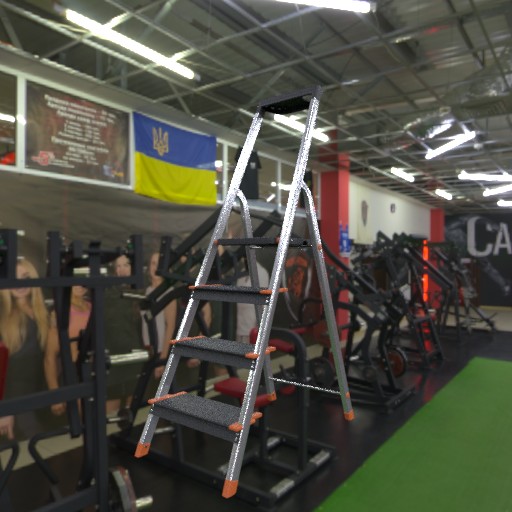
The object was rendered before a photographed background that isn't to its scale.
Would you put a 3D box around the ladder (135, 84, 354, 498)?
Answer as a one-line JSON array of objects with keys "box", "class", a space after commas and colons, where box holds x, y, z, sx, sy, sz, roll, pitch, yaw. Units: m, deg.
[{"box": [0.000, 0.000, 1.770, 0.452, 1.429, 0.834, 0, 0, 39], "class": "ladder"}]
